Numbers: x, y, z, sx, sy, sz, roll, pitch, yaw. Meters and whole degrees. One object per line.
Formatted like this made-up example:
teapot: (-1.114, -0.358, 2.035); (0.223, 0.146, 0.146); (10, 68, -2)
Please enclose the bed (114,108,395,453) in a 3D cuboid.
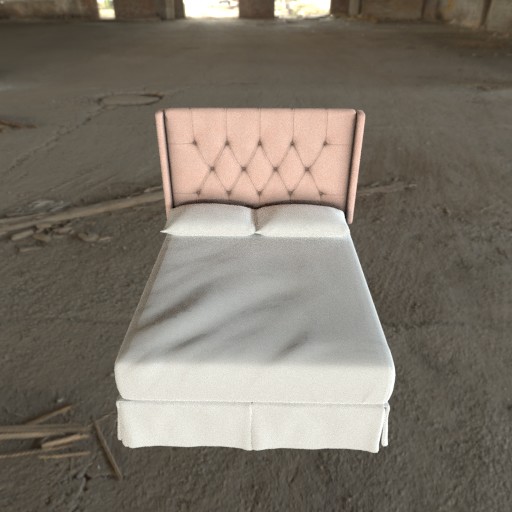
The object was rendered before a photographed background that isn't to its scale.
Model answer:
bed: (0.000, 0.000, 3.233); (1.719, 1.665, 2.066); (1, 31, 1)
